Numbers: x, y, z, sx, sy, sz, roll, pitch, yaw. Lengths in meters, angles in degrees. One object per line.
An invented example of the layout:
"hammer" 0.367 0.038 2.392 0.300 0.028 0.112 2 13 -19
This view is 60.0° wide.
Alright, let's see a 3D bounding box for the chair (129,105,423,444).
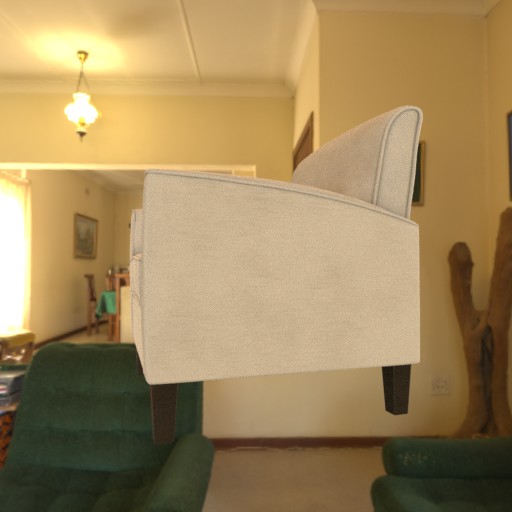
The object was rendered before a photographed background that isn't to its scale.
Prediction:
"chair" 0.000 0.000 1.528 0.821 0.915 0.820 0 -2 -18
